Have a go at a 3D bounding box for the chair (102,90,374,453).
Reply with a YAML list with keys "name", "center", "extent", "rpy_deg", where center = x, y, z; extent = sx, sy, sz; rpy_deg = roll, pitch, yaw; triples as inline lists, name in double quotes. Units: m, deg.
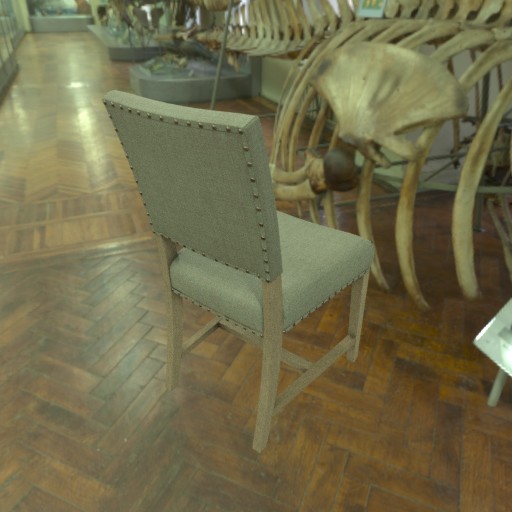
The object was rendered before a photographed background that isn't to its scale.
- name: "chair"
  center: [0.000, 0.000, 1.349]
  extent: [0.508, 0.986, 0.622]
  rpy_deg: [22, 37, 32]
